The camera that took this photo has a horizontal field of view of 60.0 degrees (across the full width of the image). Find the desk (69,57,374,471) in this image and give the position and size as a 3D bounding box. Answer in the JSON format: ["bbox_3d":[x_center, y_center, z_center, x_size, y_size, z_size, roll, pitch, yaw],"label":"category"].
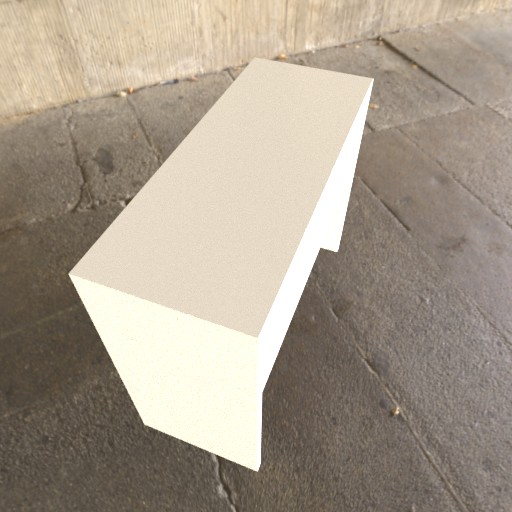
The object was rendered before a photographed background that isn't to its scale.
[{"bbox_3d":[0.000,0.000,1.426,0.400,0.790,1.000,16,51,14],"label":"desk"}]
